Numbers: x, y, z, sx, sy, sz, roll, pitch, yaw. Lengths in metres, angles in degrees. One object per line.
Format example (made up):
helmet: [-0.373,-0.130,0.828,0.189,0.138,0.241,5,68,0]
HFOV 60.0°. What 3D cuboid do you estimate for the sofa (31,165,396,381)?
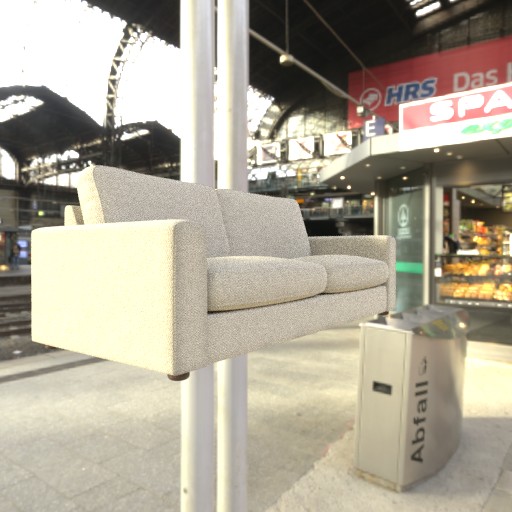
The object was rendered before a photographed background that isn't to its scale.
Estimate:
sofa: [0.000,0.000,2.642,1.016,0.873,2.179,0,1,37]
